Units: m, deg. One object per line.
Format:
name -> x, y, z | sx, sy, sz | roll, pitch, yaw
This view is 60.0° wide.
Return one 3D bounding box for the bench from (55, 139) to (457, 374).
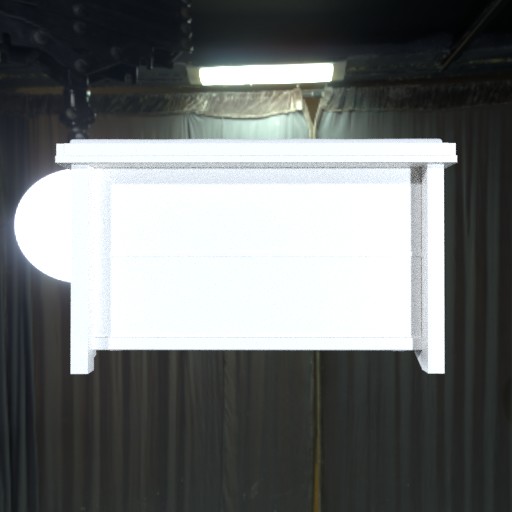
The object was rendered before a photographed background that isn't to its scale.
bench -> 0.000, 0.000, 1.259 | 0.987, 0.589, 0.346 | 0, 0, 0
